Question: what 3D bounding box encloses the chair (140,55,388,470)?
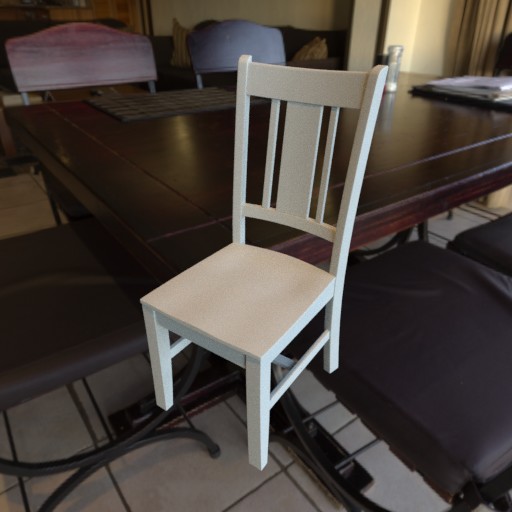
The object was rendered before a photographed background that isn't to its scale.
[{"bbox_3d":[0.000,0.000,1.280,0.450,0.998,0.555,19,35,30],"label":"chair"}]
